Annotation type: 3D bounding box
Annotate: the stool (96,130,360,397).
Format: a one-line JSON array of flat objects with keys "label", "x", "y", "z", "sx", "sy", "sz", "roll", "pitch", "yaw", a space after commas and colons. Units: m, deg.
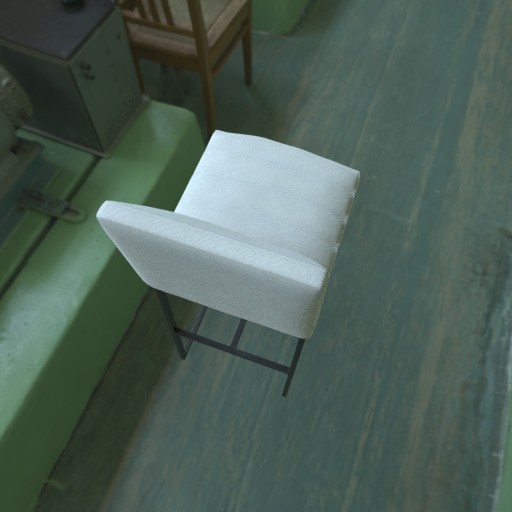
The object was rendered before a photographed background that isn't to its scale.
[{"label": "stool", "x": 0.000, "y": 0.000, "z": 1.362, "sx": 0.464, "sy": 1.061, "sz": 0.573, "roll": 18, "pitch": 64, "yaw": 9}]
